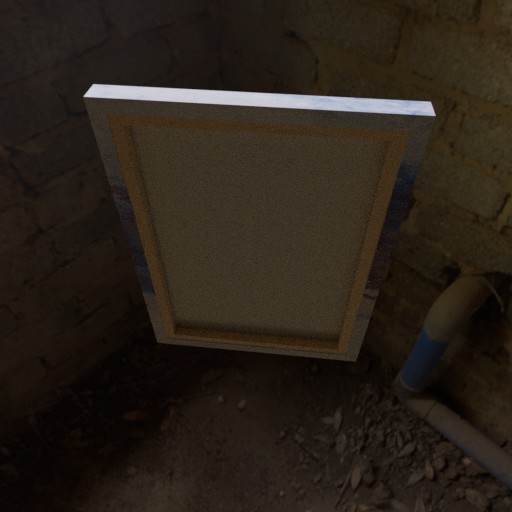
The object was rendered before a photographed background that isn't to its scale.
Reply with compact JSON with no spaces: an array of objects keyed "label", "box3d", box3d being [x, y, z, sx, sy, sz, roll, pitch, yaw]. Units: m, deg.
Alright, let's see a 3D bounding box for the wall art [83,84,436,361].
[{"label":"wall art","box3d":[0.000,0.000,0.771,0.437,0.581,0.036,5,47,4]}]
